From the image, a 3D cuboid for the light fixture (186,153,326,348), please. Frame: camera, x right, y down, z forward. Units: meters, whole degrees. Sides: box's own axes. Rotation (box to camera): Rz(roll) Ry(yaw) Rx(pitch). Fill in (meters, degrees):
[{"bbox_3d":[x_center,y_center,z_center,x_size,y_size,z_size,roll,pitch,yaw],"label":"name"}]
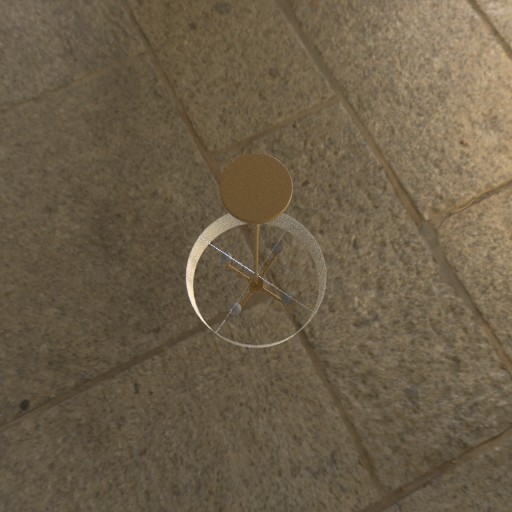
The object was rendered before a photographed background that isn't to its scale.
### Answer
[{"bbox_3d":[0.000,0.000,1.337,0.508,1.067,0.508,0,76,0],"label":"light fixture"}]
